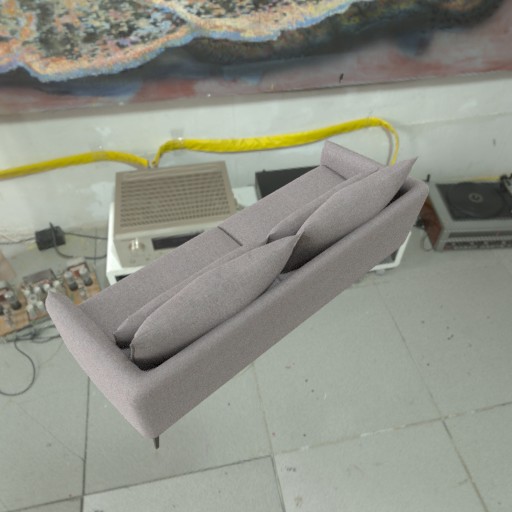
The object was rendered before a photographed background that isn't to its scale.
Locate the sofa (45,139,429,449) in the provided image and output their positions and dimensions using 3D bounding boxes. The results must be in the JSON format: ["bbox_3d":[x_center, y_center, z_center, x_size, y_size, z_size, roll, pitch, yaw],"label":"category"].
[{"bbox_3d":[0.000,0.000,2.391,2.022,0.833,0.809,-33,56,-26],"label":"sofa"}]
